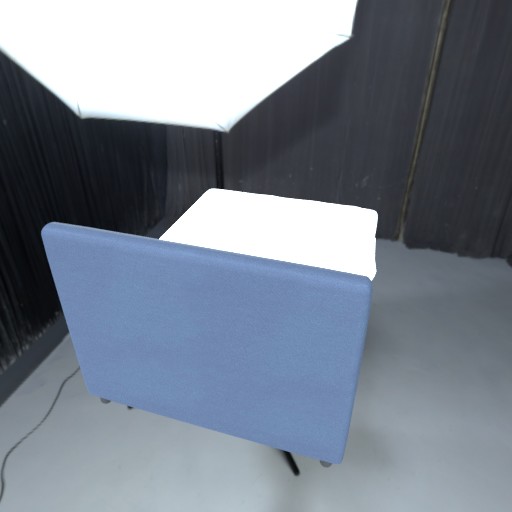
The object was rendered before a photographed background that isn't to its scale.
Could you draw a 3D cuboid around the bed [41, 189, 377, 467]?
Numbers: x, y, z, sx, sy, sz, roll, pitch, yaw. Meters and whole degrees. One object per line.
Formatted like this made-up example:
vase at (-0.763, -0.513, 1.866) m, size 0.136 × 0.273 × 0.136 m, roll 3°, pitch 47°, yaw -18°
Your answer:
bed at (0.000, 0.000, 3.218) m, size 1.713 × 1.330 × 2.162 m, roll 10°, pitch 34°, yaw 15°
